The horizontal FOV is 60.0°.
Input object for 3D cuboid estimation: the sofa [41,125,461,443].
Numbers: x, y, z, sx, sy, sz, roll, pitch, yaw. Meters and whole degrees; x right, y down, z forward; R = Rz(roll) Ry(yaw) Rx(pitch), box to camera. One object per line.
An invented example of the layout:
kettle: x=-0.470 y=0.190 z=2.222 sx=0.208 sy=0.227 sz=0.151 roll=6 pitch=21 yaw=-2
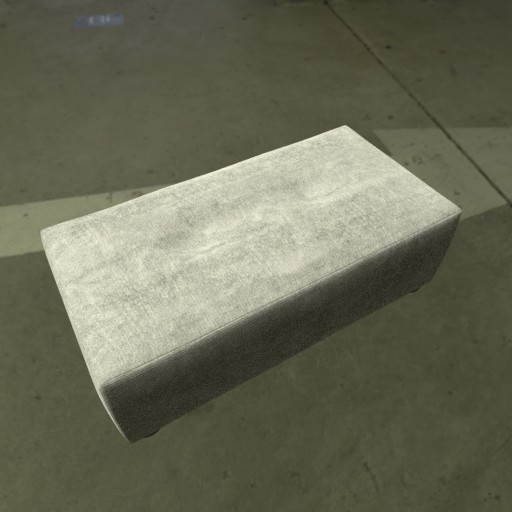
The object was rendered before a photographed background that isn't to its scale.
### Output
sofa: x=0.000 y=0.000 z=1.151 sx=0.930 sy=0.330 sz=0.480 roll=-24 pitch=51 yaw=-20
